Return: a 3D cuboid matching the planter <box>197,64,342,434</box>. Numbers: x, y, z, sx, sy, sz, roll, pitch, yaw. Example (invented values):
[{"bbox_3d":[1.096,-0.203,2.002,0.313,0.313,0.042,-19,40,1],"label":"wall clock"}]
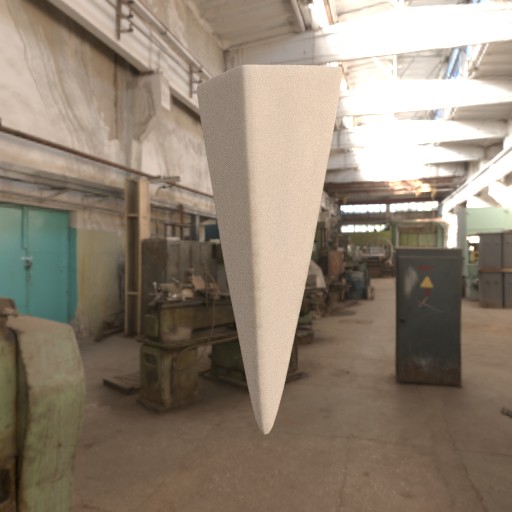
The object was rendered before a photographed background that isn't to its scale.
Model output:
[{"bbox_3d":[0.000,0.000,0.392,0.143,0.338,0.065,0,1,19],"label":"planter"}]
